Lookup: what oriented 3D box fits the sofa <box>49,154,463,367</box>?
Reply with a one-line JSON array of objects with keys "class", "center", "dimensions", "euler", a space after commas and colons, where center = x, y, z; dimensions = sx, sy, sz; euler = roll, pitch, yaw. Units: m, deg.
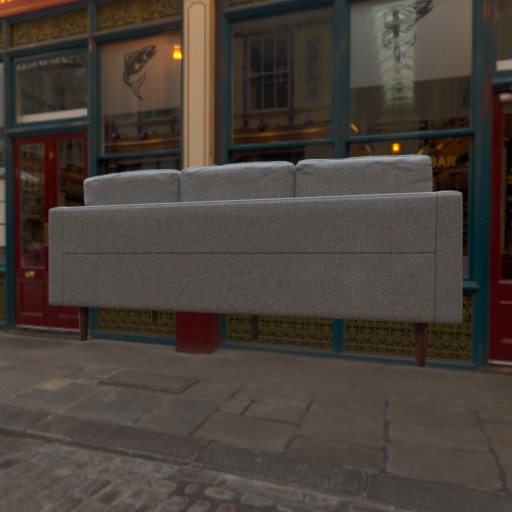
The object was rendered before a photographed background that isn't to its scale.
[{"class": "sofa", "center": [0.000, 0.000, 2.454], "dimensions": [1.983, 0.918, 0.944], "euler": [0, 0, 19]}]
